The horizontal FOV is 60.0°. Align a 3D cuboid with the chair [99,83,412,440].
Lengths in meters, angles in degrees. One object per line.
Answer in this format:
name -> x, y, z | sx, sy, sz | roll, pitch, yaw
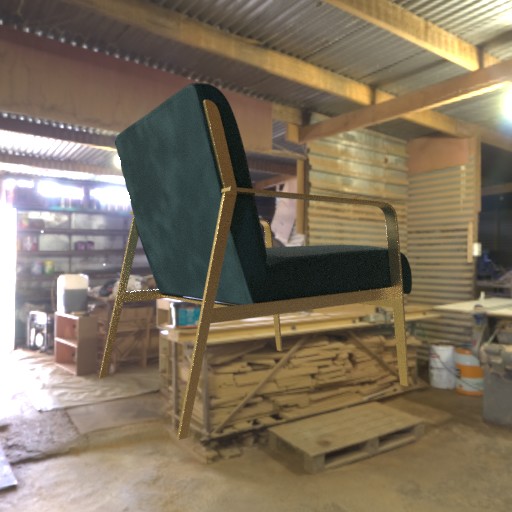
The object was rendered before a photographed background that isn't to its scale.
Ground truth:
chair -> 0.000, 0.000, 1.493 | 0.859, 0.831, 0.692 | 0, 0, -35
